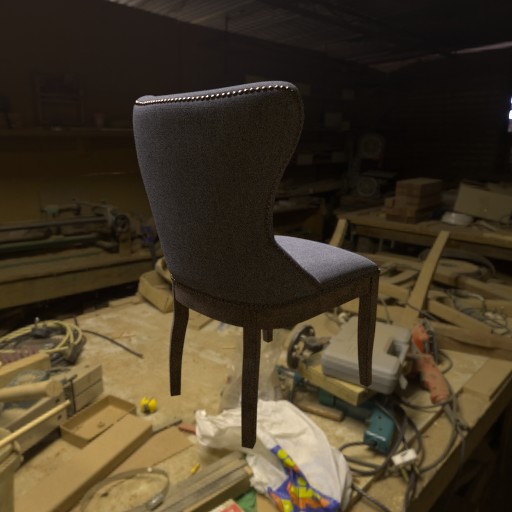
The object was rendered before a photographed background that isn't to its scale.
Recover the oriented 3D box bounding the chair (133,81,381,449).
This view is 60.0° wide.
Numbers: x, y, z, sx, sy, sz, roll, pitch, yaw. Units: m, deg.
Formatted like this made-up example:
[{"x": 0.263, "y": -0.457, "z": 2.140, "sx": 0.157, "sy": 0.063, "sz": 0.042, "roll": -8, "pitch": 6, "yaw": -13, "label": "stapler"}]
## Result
[{"x": 0.000, "y": 0.000, "z": 1.459, "sx": 0.681, "sy": 1.002, "sz": 0.654, "roll": -14, "pitch": 21, "yaw": -43, "label": "chair"}]
